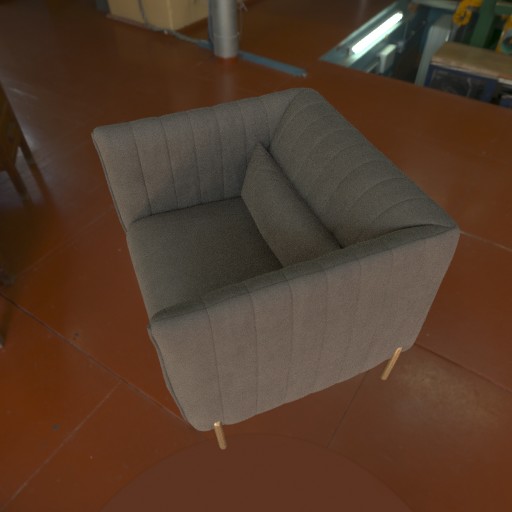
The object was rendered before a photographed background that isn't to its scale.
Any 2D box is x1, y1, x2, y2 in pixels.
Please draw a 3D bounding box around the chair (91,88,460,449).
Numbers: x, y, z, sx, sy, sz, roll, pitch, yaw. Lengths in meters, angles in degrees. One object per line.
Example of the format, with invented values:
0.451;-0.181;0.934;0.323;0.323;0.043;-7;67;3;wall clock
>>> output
0.000;0.000;1.627;0.873;0.779;0.981;-17;49;-15;chair
